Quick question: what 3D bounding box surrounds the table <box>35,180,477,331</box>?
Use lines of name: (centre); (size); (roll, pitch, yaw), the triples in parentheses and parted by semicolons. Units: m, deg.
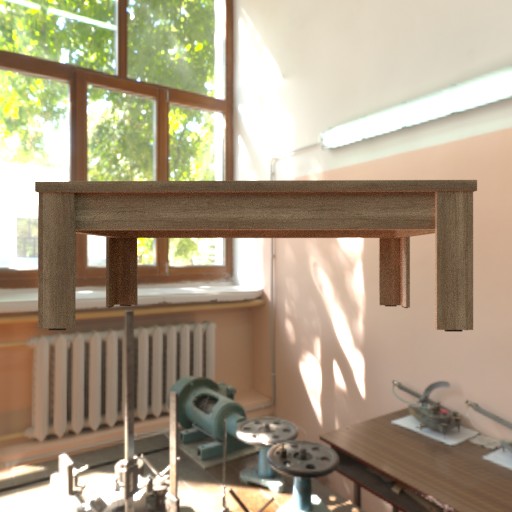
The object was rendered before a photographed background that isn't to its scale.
table: (0.000, 0.000, 1.701); (1.350, 0.460, 0.700); (0, 0, 1)
